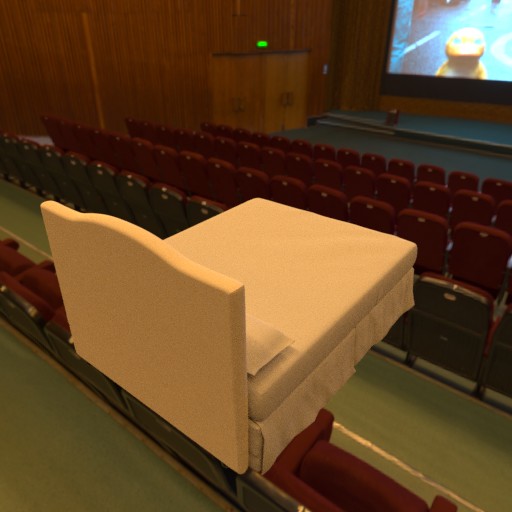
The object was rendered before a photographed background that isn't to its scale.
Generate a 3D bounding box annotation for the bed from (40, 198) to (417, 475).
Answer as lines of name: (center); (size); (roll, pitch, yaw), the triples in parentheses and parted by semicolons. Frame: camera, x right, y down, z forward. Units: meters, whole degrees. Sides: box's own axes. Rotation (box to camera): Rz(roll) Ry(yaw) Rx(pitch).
bed: (0.000, 0.000, 3.608); (1.977, 1.437, 2.477); (21, 35, 33)
